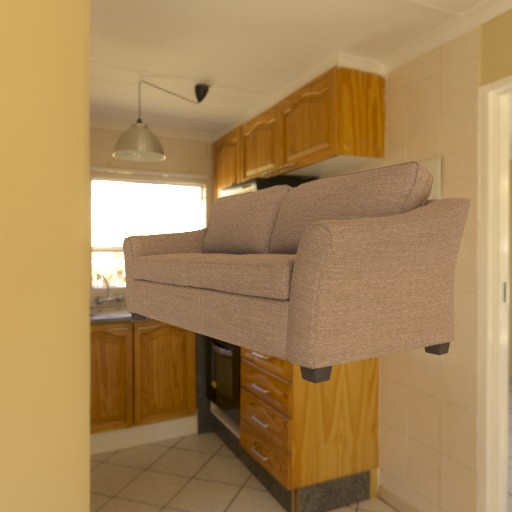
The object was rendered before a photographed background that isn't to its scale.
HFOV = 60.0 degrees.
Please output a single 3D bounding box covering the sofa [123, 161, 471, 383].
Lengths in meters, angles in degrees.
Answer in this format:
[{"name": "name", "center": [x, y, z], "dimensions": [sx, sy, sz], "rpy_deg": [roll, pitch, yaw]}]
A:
[{"name": "sofa", "center": [0.000, 0.000, 2.764], "dimensions": [0.980, 0.965, 2.270], "rpy_deg": [0, 1, -36]}]
